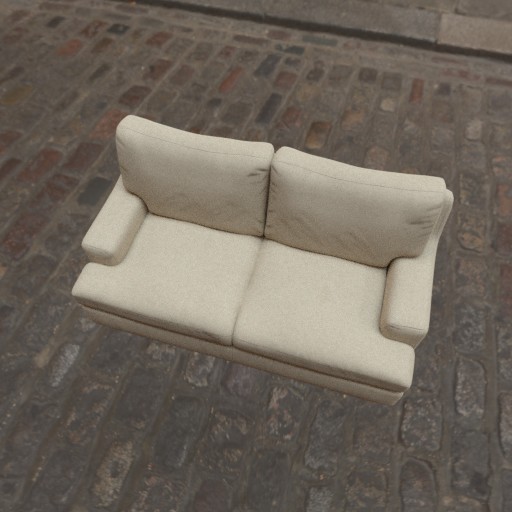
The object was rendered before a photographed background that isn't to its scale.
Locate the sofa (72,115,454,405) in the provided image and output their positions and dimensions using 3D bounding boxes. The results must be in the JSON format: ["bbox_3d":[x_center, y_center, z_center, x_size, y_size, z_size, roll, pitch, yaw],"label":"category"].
[{"bbox_3d":[0.000,0.000,2.434,1.885,0.967,0.962,14,58,9],"label":"sofa"}]
